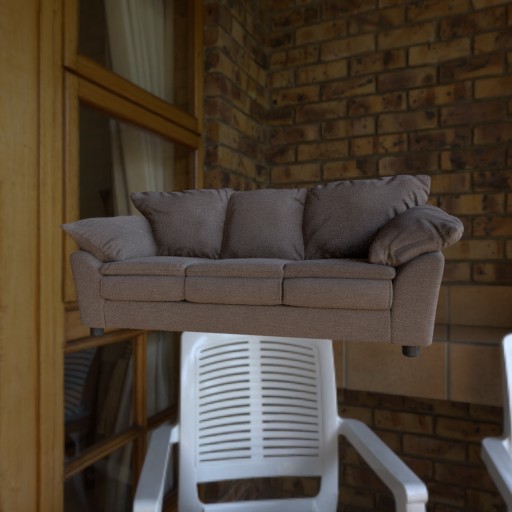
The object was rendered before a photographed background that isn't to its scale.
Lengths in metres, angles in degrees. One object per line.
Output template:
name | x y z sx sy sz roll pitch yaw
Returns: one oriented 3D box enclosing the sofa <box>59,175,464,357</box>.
sofa | 0.000 0.000 2.887 2.390 1.043 0.927 0 0 18
